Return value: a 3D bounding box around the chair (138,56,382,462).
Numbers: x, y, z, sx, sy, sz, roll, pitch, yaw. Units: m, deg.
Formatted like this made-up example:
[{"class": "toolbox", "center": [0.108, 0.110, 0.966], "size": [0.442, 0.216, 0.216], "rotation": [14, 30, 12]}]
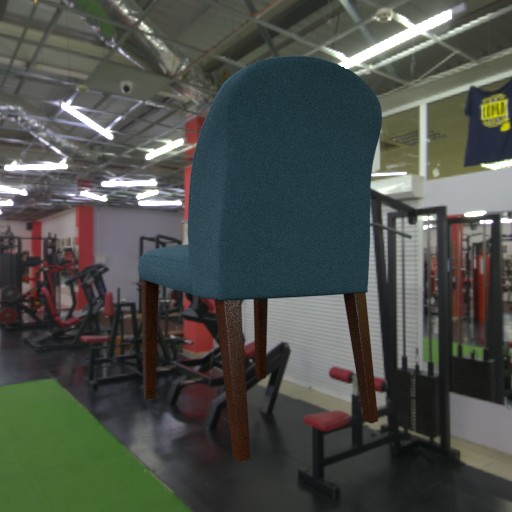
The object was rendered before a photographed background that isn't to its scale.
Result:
[{"class": "chair", "center": [0.000, 0.000, 1.256], "size": [0.507, 0.879, 0.620], "rotation": [1, -1, -34]}]
